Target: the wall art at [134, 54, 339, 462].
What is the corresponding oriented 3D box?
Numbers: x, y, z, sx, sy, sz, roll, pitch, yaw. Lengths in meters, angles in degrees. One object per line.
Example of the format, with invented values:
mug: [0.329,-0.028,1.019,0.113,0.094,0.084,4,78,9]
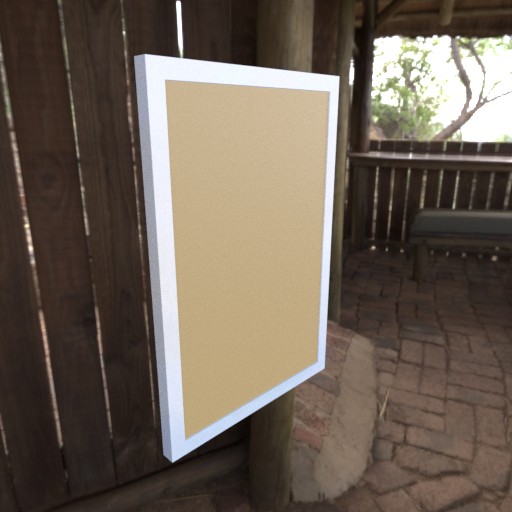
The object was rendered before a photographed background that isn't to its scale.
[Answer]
wall art: [0.000,0.000,1.166,0.612,0.915,0.039,-16,23,-42]
